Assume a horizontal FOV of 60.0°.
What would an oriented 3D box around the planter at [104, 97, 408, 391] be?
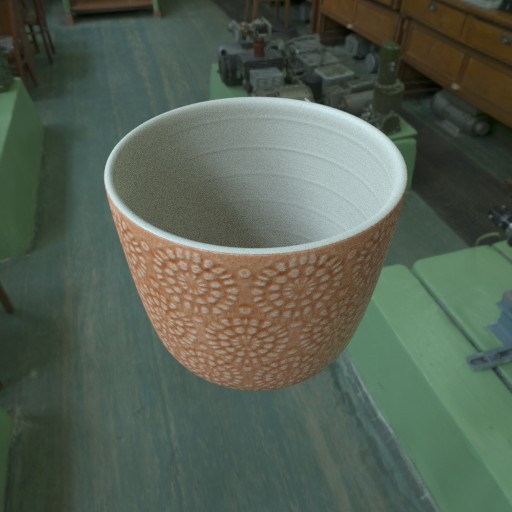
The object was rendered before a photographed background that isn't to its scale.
[{"bbox_3d":[0.000,0.000,0.374,0.208,0.190,0.208,0,42,0],"label":"planter"}]
